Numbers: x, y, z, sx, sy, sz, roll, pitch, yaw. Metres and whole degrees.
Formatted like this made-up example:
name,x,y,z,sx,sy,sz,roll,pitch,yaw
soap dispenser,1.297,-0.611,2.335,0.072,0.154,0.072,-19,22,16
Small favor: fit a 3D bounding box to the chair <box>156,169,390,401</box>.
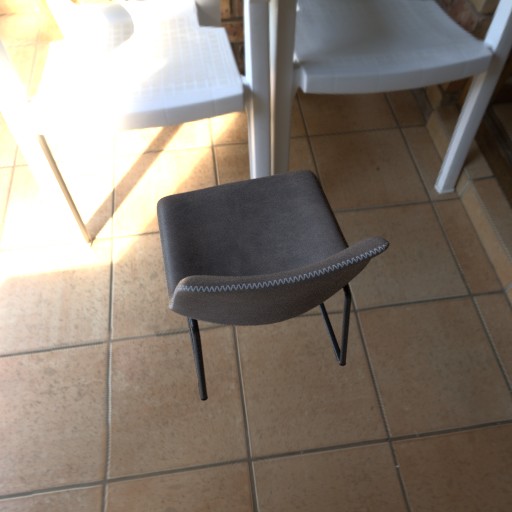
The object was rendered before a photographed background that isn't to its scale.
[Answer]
name,x,y,z,sx,sy,sz,roll,pitch,yaw
chair,0.000,0.000,1.138,0.460,0.780,0.550,-12,61,-7
